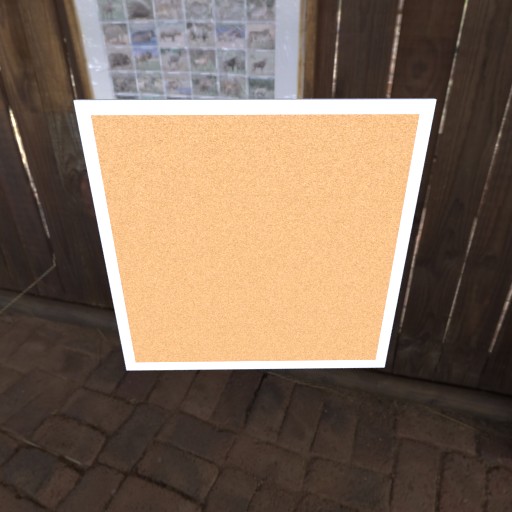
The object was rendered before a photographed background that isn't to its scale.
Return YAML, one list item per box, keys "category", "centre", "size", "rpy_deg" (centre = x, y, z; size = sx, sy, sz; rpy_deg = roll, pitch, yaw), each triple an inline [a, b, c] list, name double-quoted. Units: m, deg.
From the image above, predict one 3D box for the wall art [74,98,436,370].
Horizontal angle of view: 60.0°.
- category: "wall art"
  centre: [0.000, 0.000, 0.825]
  size: [0.558, 0.559, 0.009]
  rpy_deg: [0, 30, -1]
